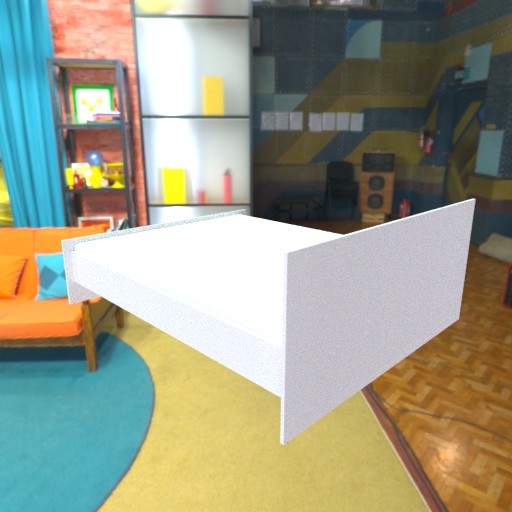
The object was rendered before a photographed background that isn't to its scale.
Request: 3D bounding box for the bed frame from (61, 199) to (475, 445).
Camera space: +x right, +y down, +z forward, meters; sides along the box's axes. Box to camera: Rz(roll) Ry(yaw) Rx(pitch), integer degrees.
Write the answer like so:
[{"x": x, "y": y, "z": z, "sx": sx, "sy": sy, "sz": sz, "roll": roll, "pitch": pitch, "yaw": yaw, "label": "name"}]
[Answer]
[{"x": 0.000, "y": 0.000, "z": 2.933, "sx": 1.720, "sy": 0.800, "sz": 2.060, "roll": -15, "pitch": 22, "yaw": -42, "label": "bed frame"}]
